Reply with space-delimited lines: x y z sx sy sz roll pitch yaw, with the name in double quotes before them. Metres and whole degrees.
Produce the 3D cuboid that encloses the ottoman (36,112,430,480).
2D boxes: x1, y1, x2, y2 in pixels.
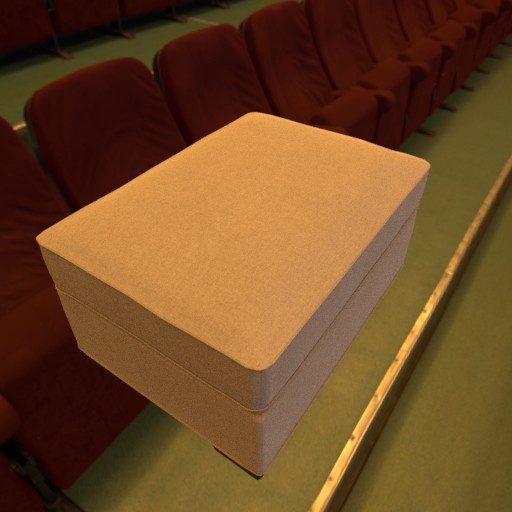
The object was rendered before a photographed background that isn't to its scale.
"ottoman" 0.000 0.000 1.219 0.617 0.503 0.846 25 47 26
